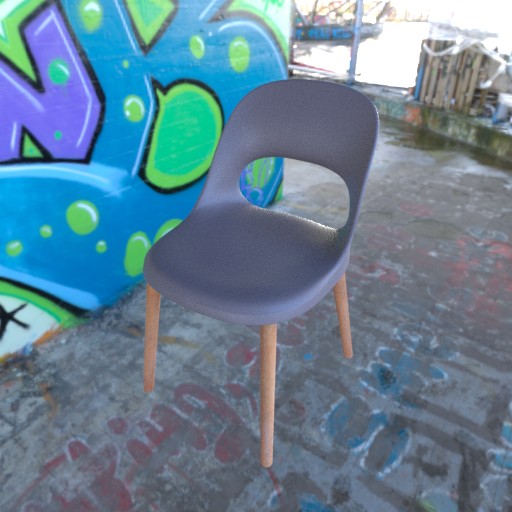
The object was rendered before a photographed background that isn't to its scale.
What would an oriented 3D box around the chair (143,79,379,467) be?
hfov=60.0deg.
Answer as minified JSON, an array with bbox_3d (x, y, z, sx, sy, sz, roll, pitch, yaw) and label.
[{"bbox_3d":[0.000,0.000,1.161,0.470,0.795,0.556,19,36,29],"label":"chair"}]
